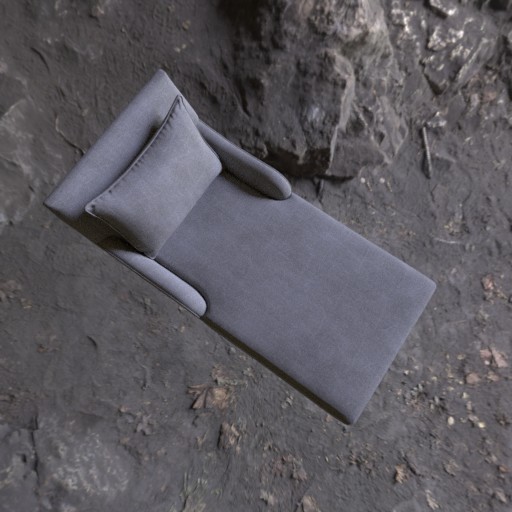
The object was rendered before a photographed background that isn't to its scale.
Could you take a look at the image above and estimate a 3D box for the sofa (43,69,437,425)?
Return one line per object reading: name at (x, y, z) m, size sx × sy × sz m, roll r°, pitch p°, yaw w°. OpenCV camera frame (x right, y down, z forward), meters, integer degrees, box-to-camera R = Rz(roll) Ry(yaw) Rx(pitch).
sofa at (0.000, 0.000, 2.358) m, size 1.779 × 0.859 × 0.894 m, roll 34°, pitch 78°, yaw 8°
